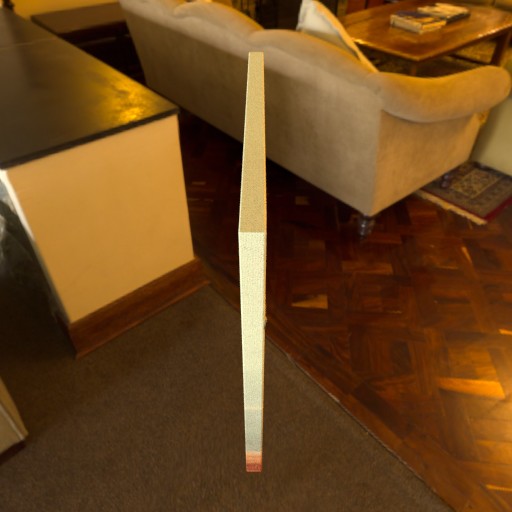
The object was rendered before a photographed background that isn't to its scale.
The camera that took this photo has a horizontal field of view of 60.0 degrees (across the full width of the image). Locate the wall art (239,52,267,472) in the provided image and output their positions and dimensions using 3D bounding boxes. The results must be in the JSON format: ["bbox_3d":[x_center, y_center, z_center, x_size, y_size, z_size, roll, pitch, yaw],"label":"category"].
[{"bbox_3d":[0.000,0.000,0.902,0.034,0.605,0.605,0,42,0],"label":"wall art"}]
